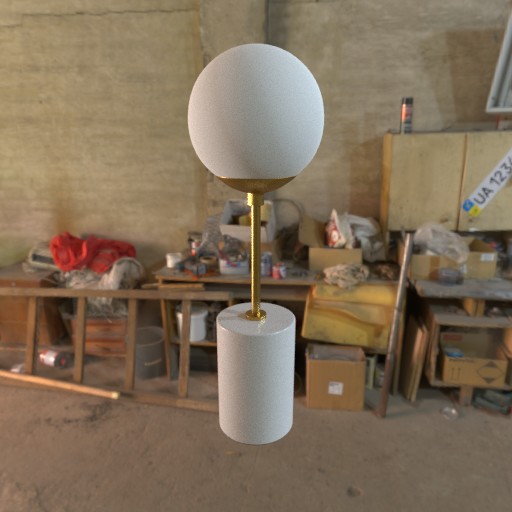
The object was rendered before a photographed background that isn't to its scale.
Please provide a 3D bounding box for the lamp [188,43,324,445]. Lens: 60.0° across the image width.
[{"bbox_3d":[0.000,0.000,0.551,0.153,0.480,0.153,0,17,0],"label":"lamp"}]
